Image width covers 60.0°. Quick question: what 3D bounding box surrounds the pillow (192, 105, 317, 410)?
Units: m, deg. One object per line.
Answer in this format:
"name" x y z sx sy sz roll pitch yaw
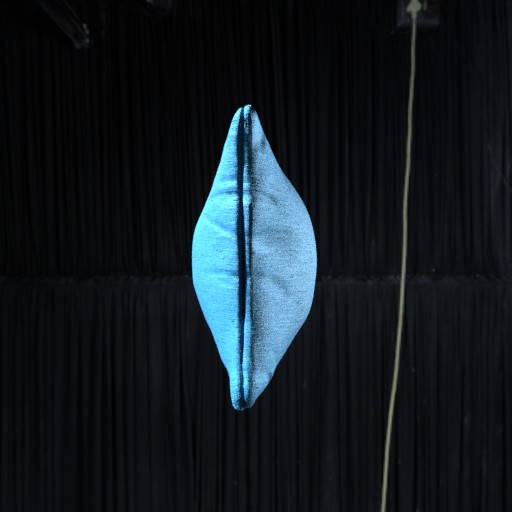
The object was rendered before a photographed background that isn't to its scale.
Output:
"pillow" 0.000 0.000 0.798 0.210 0.338 0.633 0 0 1
